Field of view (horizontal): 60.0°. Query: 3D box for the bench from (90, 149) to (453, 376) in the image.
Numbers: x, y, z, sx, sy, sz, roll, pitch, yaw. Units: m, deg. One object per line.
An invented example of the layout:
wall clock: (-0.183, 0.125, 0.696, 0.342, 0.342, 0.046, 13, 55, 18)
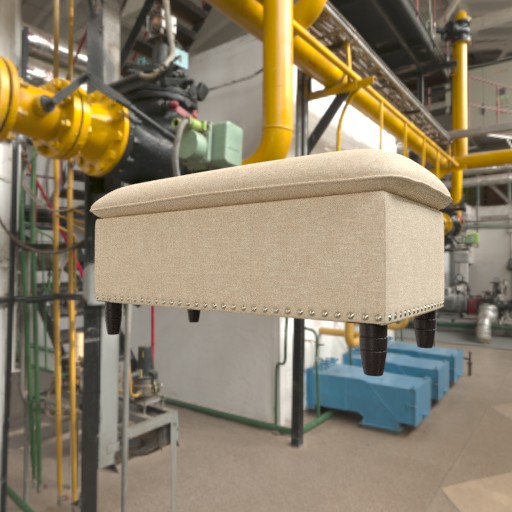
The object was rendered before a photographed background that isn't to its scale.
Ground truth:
bench: (0.000, 0.000, 1.278, 0.991, 0.483, 0.483, -1, -1, 36)
